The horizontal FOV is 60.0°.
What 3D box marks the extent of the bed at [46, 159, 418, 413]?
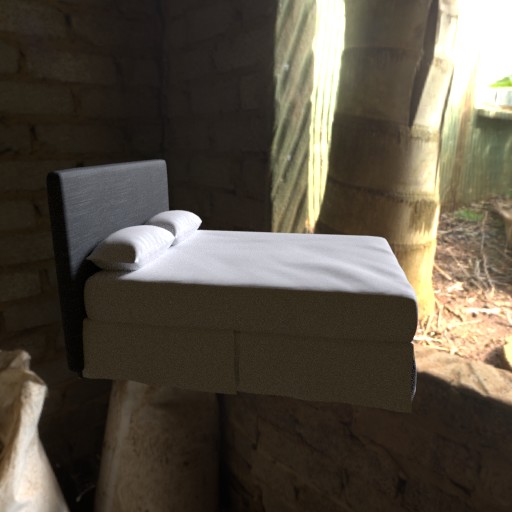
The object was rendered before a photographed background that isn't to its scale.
[{"bbox_3d":[0.000,0.000,3.272,2.142,1.330,1.723,3,15,9],"label":"bed"}]
